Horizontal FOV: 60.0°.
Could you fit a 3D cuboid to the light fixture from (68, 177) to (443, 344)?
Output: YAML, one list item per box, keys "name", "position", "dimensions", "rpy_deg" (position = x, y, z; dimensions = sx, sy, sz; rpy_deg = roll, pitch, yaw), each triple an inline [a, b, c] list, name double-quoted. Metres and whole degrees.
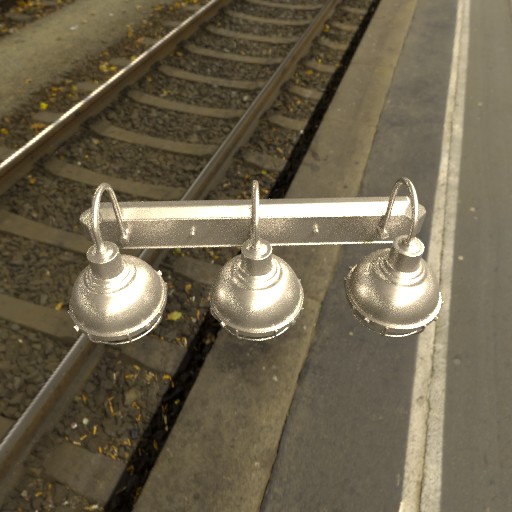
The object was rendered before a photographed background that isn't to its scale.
- name: "light fixture"
  position: [0.000, 0.000, 0.742]
  dimensions: [0.634, 0.254, 0.229]
  rpy_deg: [-1, 46, -1]
